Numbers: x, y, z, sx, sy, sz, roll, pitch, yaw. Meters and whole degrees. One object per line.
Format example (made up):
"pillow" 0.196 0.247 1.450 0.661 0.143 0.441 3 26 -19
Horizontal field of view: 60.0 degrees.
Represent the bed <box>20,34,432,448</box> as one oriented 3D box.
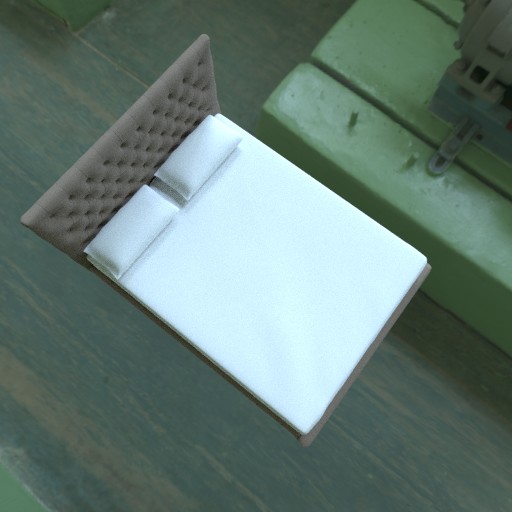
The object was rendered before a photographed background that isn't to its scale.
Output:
"bed" 0.000 0.000 3.239 2.233 1.426 1.696 37 77 10
